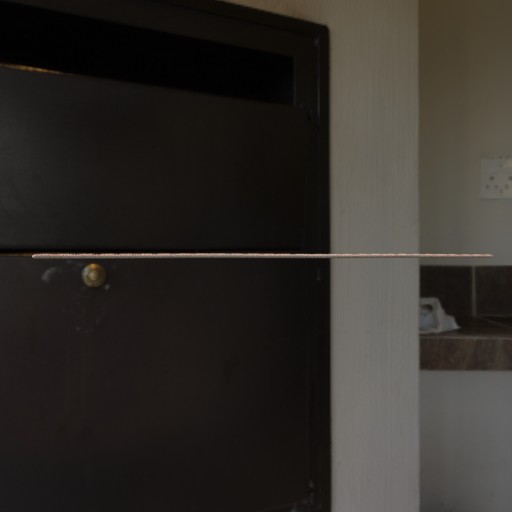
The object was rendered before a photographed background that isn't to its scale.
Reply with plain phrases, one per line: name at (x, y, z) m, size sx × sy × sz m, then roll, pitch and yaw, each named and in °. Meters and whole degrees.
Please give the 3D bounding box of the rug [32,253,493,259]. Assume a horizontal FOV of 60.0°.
rug at (0.000, 0.000, 2.942) m, size 2.464 × 0.023 × 1.521 m, roll 0°, pitch 0°, yaw -19°
